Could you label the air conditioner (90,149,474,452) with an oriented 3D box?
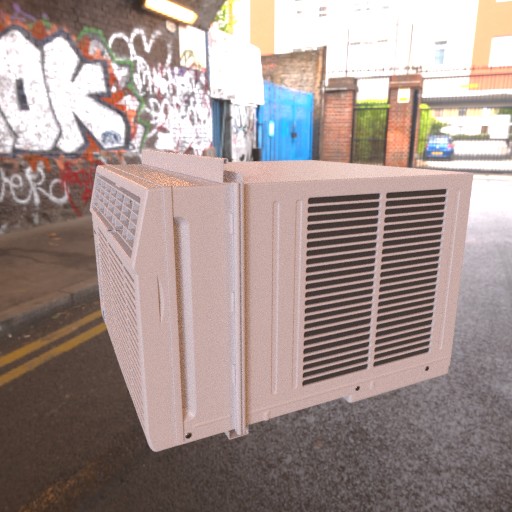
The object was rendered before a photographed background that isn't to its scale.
[{"bbox_3d":[0.000,0.000,0.847,0.546,0.388,0.503,-7,16,-24],"label":"air conditioner"}]
